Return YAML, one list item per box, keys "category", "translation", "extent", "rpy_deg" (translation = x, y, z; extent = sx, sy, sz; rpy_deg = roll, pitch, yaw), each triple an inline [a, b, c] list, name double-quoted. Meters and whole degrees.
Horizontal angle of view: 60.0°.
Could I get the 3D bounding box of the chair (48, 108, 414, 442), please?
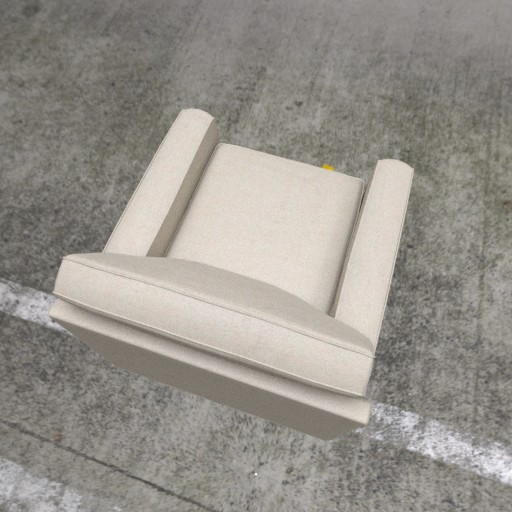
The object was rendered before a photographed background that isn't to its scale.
- category: "chair"
  translation: [0.000, 0.000, 1.733]
  extent: [0.998, 0.913, 1.043]
  rpy_deg: [17, 65, 8]
